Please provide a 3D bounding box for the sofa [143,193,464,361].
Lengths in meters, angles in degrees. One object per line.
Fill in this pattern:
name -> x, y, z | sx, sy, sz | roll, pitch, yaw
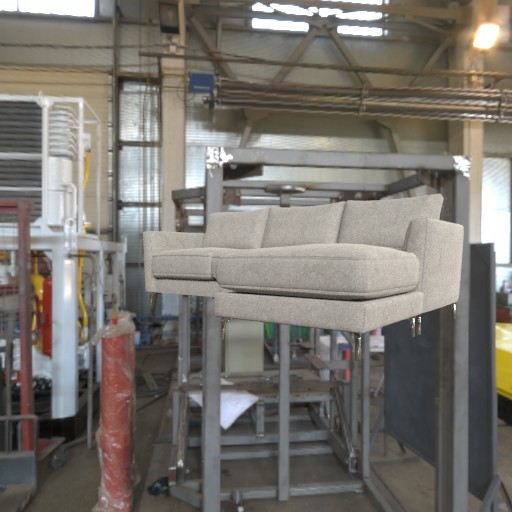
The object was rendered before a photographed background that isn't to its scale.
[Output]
sofa -> 0.000, 0.000, 3.150 | 2.438, 0.864, 1.626 | 0, 0, 38
